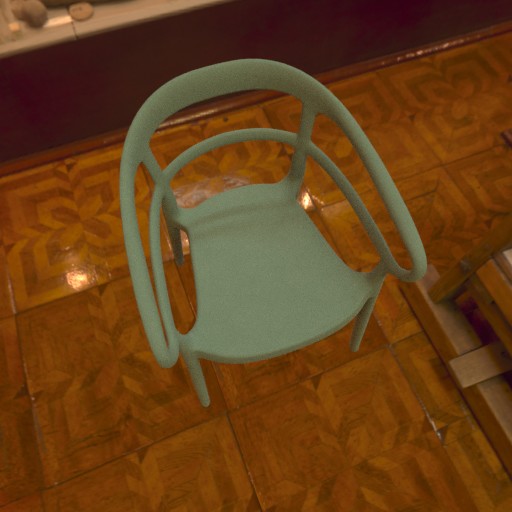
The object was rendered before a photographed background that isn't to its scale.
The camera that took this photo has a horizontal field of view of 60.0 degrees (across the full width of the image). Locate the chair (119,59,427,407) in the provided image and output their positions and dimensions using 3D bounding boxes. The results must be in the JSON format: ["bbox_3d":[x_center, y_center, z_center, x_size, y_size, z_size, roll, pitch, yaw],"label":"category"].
[{"bbox_3d":[0.000,0.000,1.135,0.559,0.761,0.527,-18,65,-9],"label":"chair"}]
